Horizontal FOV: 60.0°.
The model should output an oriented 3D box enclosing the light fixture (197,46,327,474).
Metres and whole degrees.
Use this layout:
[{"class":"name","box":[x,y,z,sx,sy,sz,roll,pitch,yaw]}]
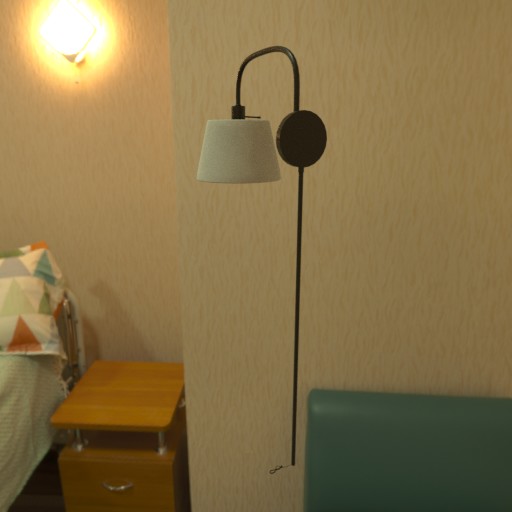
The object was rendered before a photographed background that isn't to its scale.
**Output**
[{"class":"light fixture","box":[0.000,0.000,0.471,0.092,0.399,0.176,-8,17,-25]}]
